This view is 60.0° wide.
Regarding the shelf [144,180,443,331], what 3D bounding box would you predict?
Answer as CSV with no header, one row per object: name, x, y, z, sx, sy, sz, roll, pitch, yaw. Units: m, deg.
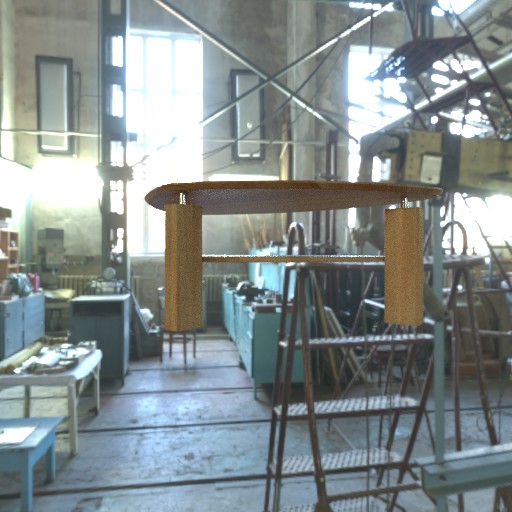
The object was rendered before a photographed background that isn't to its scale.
shelf,0.000,0.000,1.660,1.240,0.439,0.863,0,1,36
